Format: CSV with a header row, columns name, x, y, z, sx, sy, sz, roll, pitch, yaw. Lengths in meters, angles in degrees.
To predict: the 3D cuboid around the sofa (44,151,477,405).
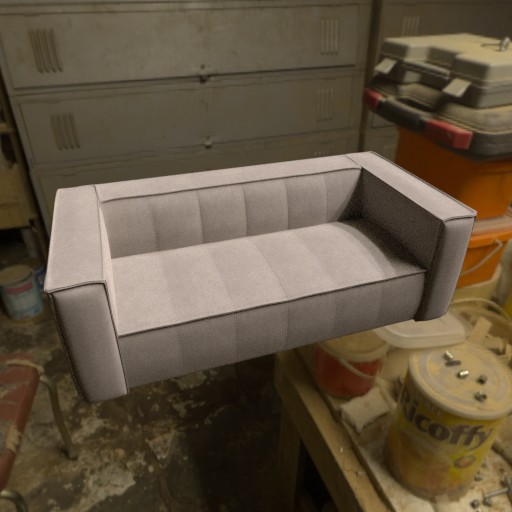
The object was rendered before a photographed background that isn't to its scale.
name,x,y,z,sx,sy,sz,roll,pitch,yaw
sofa,0.000,0.000,2.443,1.995,0.680,1.038,-10,33,-16
